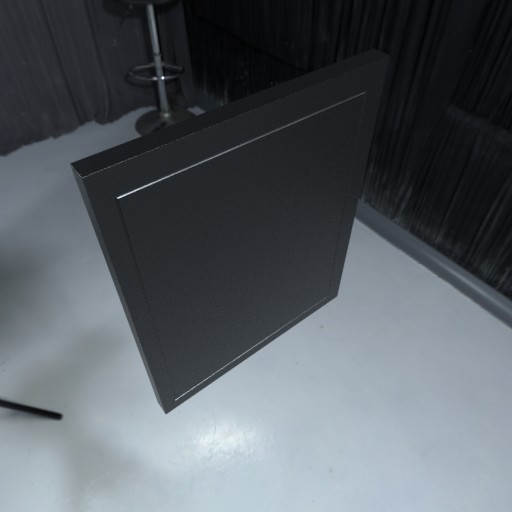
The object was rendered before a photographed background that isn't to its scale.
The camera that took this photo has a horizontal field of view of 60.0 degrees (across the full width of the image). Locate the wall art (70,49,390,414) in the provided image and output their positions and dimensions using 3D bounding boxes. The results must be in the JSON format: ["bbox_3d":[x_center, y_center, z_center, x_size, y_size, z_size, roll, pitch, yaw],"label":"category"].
[{"bbox_3d":[0.000,0.000,0.747,0.461,0.558,0.031,-30,54,-25],"label":"wall art"}]
